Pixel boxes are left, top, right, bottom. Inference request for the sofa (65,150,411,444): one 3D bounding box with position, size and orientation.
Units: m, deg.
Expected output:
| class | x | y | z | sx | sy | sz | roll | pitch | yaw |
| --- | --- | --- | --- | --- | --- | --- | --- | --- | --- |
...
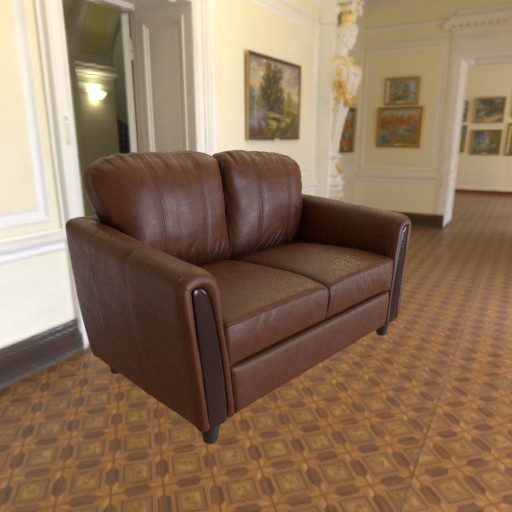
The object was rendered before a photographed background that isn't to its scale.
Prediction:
| class | x | y | z | sx | sy | sz | roll | pitch | yaw |
| --- | --- | --- | --- | --- | --- | --- | --- | --- | --- |
| sofa | 0.000 | 0.000 | 1.967 | 0.805 | 0.906 | 1.406 | 14 | 20 | 42 |
